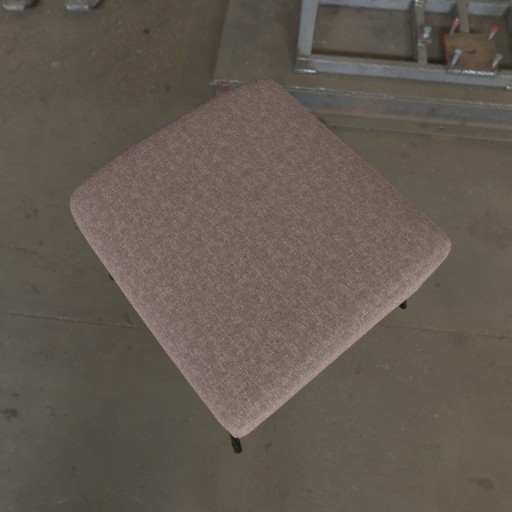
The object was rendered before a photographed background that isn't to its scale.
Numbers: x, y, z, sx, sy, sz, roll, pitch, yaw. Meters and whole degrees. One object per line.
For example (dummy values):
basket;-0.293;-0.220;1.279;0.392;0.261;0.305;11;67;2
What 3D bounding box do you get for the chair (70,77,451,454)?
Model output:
chair;0.000;0.000;0.915;0.530;0.410;0.530;-36;70;-15
